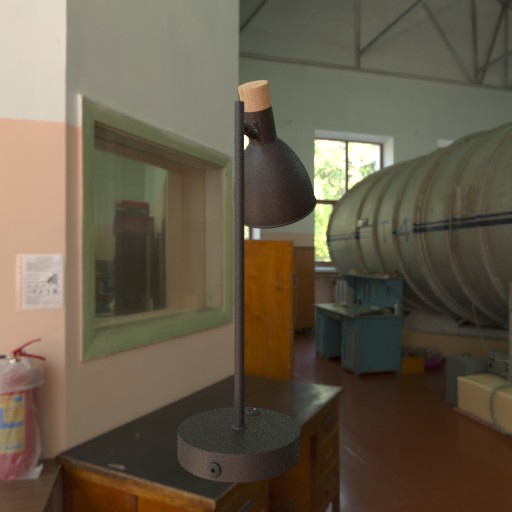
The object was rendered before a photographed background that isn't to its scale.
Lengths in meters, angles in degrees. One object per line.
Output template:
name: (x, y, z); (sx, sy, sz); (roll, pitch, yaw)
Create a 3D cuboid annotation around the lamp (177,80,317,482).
lamp: (0.000, 0.000, 0.609); (0.152, 0.483, 0.287); (0, 0, 19)
